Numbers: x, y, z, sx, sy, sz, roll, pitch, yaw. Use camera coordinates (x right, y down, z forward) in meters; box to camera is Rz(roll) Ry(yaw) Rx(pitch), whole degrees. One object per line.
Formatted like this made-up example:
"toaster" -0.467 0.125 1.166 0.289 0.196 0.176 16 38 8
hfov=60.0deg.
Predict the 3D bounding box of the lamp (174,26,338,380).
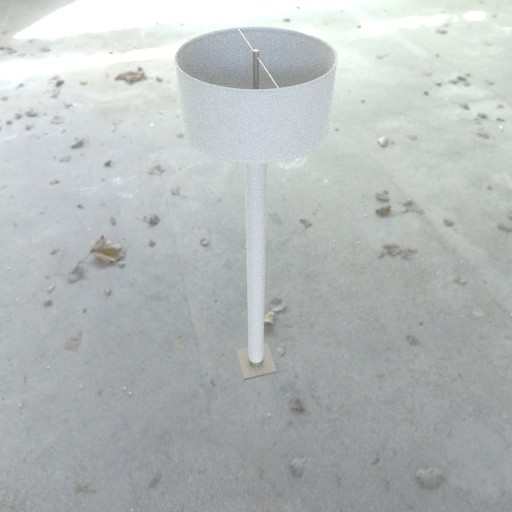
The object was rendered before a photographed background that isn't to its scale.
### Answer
"lamp" 0.000 0.000 1.649 0.420 1.475 0.420 -10 46 -10
